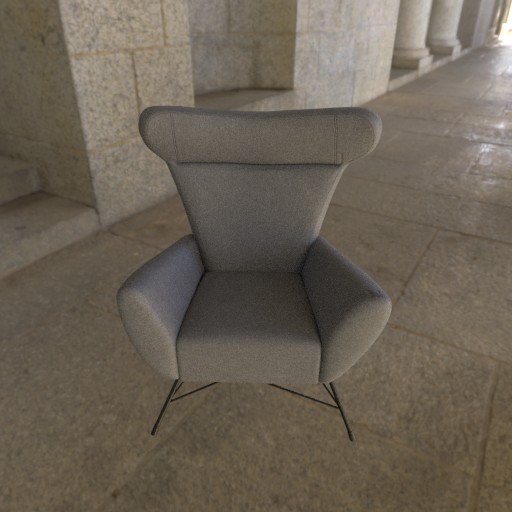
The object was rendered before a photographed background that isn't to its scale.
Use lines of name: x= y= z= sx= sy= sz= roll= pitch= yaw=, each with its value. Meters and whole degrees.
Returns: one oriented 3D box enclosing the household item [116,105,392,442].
household item: x=0.000 y=0.000 z=1.775 sx=0.980 sy=1.050 sz=0.900 roll=1 pitch=30 yaw=2
